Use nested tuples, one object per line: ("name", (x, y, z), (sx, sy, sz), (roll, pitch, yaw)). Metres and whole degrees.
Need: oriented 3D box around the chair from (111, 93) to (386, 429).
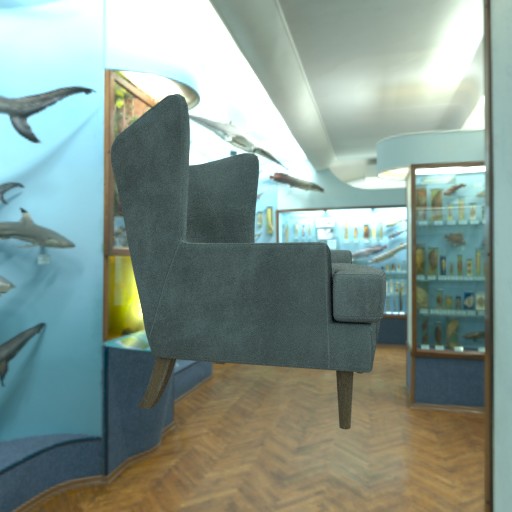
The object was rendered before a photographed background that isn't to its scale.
("chair", (0.000, 0.000, 1.620), (0.906, 0.950, 0.784), (0, -1, 17))
